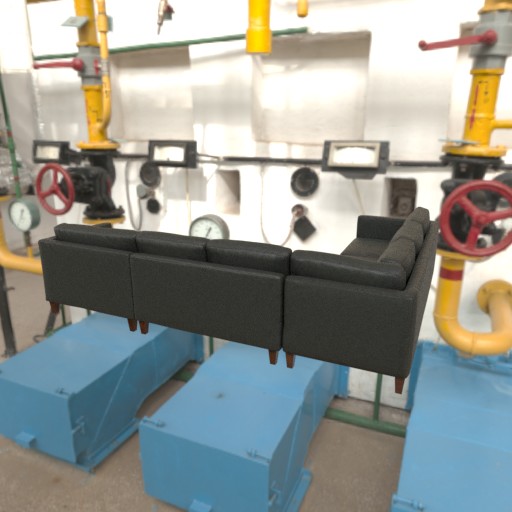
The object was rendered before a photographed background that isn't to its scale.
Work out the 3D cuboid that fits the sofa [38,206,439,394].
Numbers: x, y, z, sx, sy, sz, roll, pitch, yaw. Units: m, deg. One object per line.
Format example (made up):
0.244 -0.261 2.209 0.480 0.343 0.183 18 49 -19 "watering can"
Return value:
0.000 0.000 4.708 3.460 0.923 2.593 7 18 24 "sofa"
